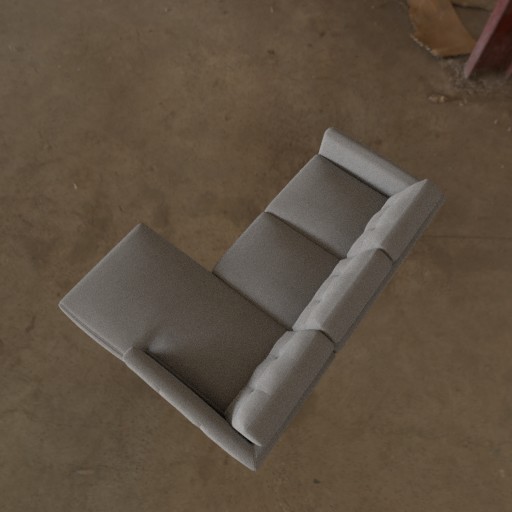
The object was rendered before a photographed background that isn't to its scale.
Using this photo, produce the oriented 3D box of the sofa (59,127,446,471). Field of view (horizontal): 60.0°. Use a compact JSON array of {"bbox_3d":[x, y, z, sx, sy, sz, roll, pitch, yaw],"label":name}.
[{"bbox_3d":[0.000,0.000,2.853,1.530,0.860,2.040,35,70,15],"label":"sofa"}]
